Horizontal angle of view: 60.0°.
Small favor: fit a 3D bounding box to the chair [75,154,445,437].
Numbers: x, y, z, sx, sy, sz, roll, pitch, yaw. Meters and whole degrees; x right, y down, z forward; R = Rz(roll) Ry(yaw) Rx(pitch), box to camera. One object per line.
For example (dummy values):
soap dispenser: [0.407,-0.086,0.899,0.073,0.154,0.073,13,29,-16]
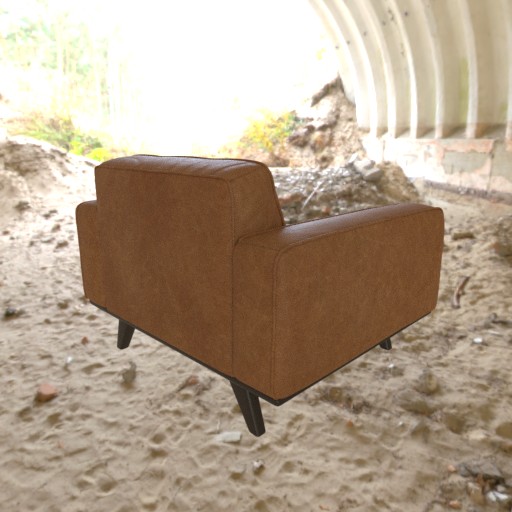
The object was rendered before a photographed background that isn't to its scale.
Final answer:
chair: [0.000,0.000,1.735,1.118,0.782,0.952,14,21,43]
